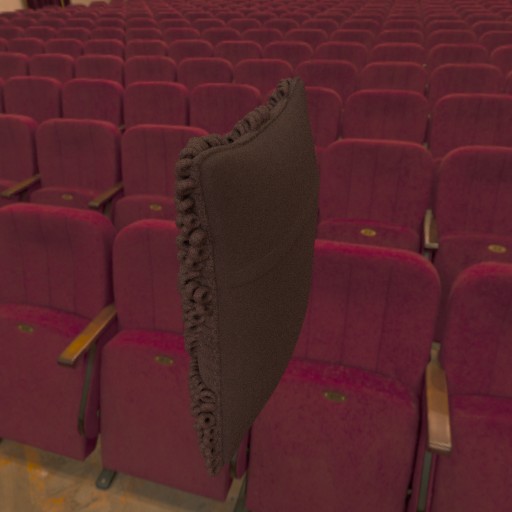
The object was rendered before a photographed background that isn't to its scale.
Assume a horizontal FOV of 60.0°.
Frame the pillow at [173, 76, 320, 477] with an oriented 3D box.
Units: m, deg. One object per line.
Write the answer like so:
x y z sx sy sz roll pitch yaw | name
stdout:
0.000 0.000 0.695 0.172 0.467 0.470 9 32 14 | pillow
